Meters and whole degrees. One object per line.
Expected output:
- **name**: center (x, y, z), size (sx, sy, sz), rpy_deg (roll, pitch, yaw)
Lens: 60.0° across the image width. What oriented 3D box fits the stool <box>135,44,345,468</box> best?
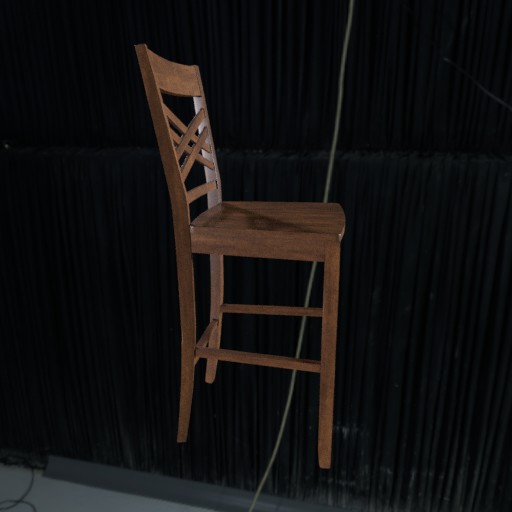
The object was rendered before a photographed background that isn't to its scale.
- **stool**: center (0.000, 0.000, 1.314), size (0.504, 1.098, 0.426), rpy_deg (3, 17, 9)
